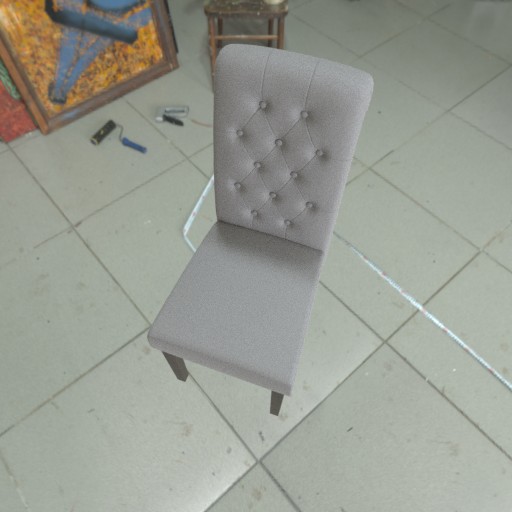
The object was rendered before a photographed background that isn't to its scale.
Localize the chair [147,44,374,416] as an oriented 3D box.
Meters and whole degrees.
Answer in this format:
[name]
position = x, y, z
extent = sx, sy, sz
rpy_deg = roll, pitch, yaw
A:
[chair]
position = 0.000, 0.000, 1.381
extent = 0.456, 1.006, 0.671
rpy_deg = 17, 59, 10
